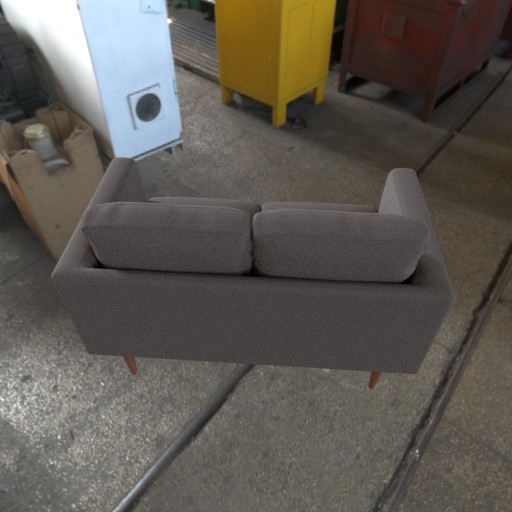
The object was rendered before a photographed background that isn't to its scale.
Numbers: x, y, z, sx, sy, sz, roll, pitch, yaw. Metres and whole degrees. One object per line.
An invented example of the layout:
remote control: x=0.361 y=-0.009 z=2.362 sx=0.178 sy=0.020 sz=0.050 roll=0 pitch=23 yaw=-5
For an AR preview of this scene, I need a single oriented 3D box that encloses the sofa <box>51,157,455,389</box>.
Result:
sofa: x=0.000 y=0.000 z=1.981 sx=1.430 sy=0.908 sz=0.796 roll=3 pitch=45 yaw=3
